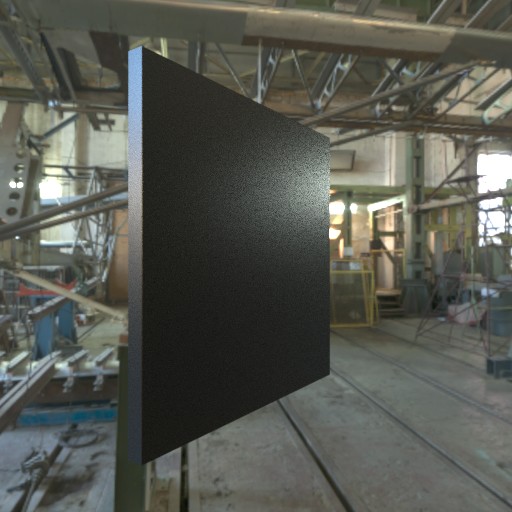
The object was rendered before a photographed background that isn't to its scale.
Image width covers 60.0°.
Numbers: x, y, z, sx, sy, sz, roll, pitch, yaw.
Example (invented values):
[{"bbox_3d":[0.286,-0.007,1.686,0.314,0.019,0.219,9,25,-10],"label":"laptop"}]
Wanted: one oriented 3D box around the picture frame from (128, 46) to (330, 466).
[{"bbox_3d":[0.000,0.000,0.823,0.029,0.557,0.559,0,0,36],"label":"picture frame"}]
